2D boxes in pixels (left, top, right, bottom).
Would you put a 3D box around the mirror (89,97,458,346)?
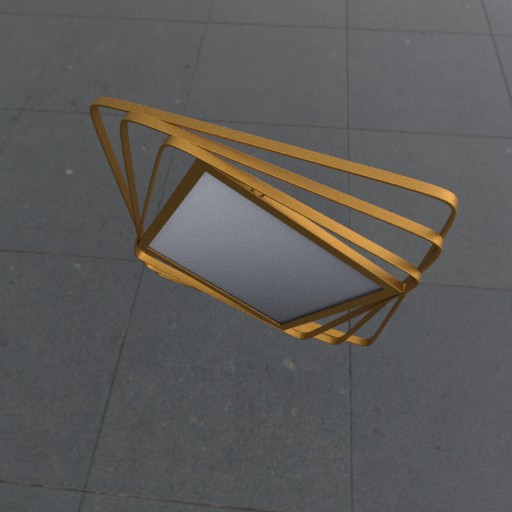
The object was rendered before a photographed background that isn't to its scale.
[{"bbox_3d":[0.000,0.000,0.700,0.470,0.468,0.045,18,61,10],"label":"mirror"}]
